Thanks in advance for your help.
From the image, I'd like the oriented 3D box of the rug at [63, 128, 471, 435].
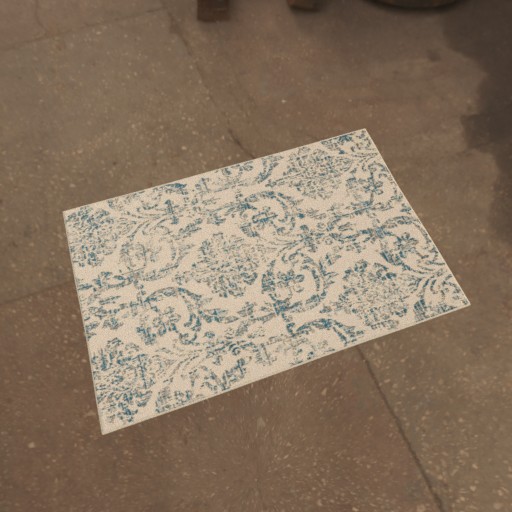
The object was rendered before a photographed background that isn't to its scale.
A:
[{"bbox_3d":[0.000,0.000,2.314,1.831,0.012,1.213,-17,64,-8],"label":"rug"}]
